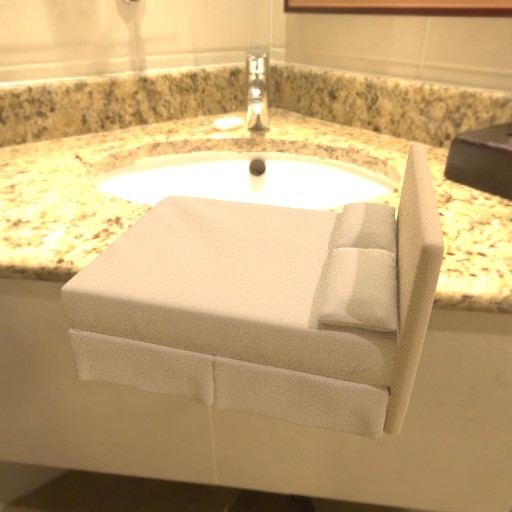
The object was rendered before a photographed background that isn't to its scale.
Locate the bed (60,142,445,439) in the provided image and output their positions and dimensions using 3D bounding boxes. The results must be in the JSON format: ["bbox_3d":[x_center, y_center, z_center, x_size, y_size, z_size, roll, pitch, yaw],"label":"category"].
[{"bbox_3d":[0.000,0.000,3.122,2.147,1.330,1.714,8,31,13],"label":"bed"}]
